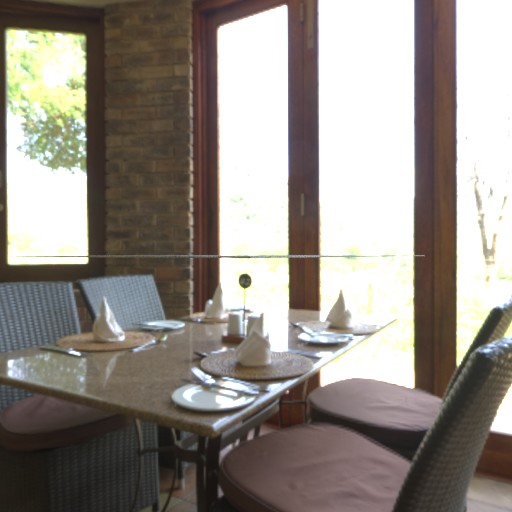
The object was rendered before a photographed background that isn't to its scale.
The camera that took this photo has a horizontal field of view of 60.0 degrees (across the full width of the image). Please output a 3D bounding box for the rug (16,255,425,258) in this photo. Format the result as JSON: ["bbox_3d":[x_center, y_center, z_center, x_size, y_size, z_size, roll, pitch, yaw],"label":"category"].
[{"bbox_3d":[0.000,0.000,2.281,1.229,0.005,1.827,0,0,35],"label":"rug"}]
